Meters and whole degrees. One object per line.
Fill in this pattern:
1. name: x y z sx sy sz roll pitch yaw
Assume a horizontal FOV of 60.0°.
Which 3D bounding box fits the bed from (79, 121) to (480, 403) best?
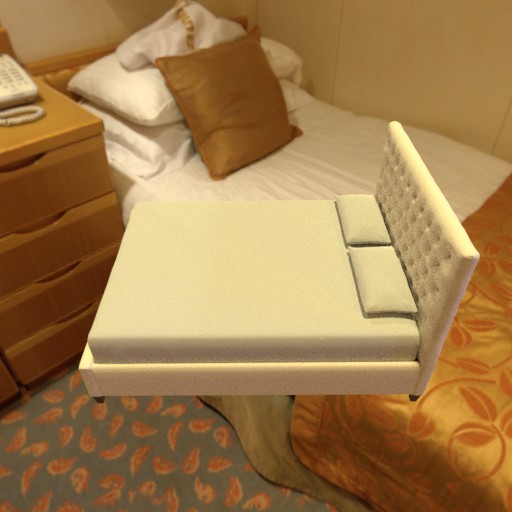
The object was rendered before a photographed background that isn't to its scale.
1. bed: 0.000 0.000 3.395 2.387 1.427 1.698 0 40 0
